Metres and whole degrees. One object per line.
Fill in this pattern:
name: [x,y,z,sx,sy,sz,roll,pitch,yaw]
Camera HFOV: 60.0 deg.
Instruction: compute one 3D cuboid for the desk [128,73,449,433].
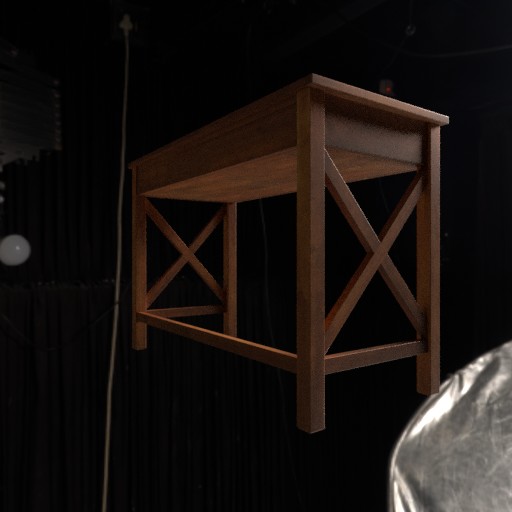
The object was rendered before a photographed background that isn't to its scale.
desk: [0.000,0.000,1.525,0.508,0.762,1.117,0,0,-35]
